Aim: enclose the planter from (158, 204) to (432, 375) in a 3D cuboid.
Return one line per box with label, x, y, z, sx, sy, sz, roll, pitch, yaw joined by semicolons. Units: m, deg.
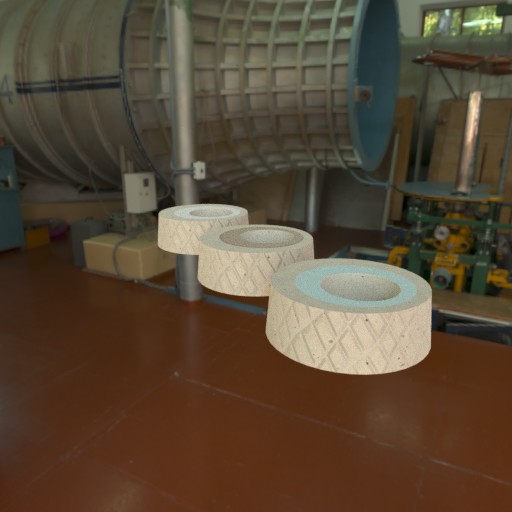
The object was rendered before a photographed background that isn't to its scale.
planter;0.000;0.000;0.427;0.114;0.038;0.390;-9;19;-26
